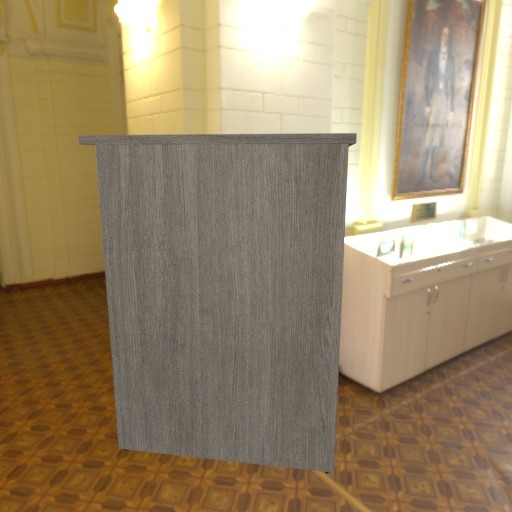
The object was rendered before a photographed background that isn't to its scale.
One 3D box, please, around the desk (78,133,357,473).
[{"bbox_3d":[0.000,0.000,1.475,0.560,0.735,1.097,2,13,9],"label":"desk"}]
